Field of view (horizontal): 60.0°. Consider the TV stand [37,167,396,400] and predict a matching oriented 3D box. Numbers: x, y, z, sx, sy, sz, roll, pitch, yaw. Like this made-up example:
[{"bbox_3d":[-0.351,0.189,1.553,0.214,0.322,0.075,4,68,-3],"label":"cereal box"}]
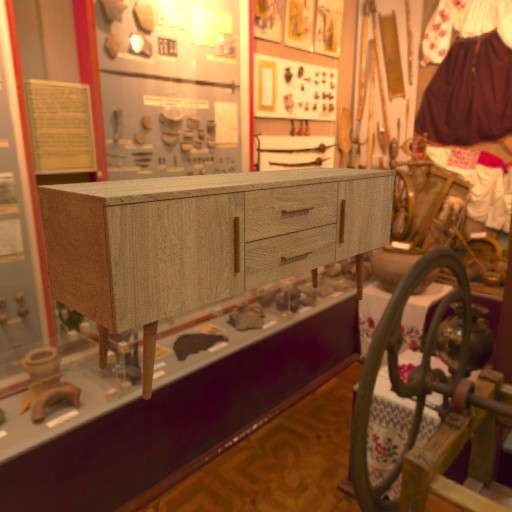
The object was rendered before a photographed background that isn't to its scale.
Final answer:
[{"bbox_3d":[0.000,0.000,1.601,0.401,0.565,1.313,13,20,42],"label":"TV stand"}]
